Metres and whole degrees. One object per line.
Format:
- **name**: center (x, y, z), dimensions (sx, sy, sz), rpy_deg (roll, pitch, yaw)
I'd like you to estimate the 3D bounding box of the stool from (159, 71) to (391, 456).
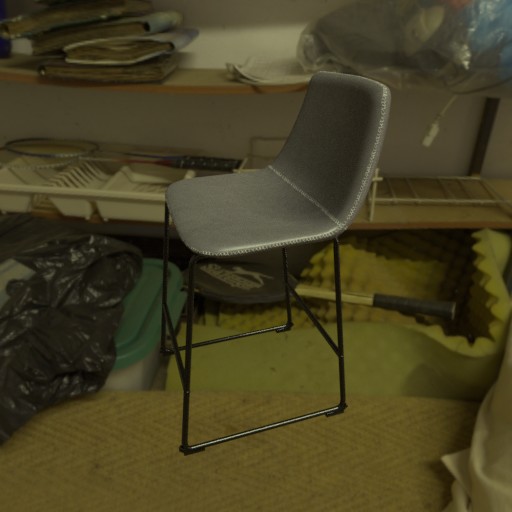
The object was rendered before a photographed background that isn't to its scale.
- **stool**: center (0.000, 0.000, 1.181), dimensions (0.546, 0.876, 0.470), rpy_deg (-9, 29, -16)
